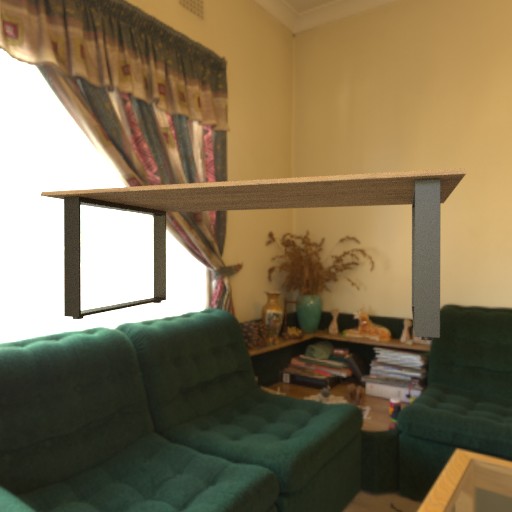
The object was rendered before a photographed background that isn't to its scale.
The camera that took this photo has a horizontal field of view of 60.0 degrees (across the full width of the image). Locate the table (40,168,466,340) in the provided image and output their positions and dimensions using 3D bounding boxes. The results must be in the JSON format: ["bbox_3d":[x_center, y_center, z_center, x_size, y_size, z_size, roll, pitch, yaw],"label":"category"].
[{"bbox_3d":[0.000,0.000,1.638,1.331,0.445,0.693,0,0,19],"label":"table"}]
